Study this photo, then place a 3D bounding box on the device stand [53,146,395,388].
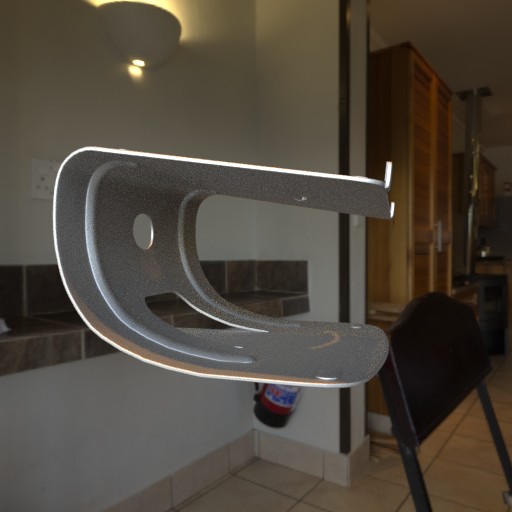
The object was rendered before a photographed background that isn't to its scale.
[{"bbox_3d":[0.000,0.000,0.398,0.236,0.155,0.256,0,0,18],"label":"device stand"}]
